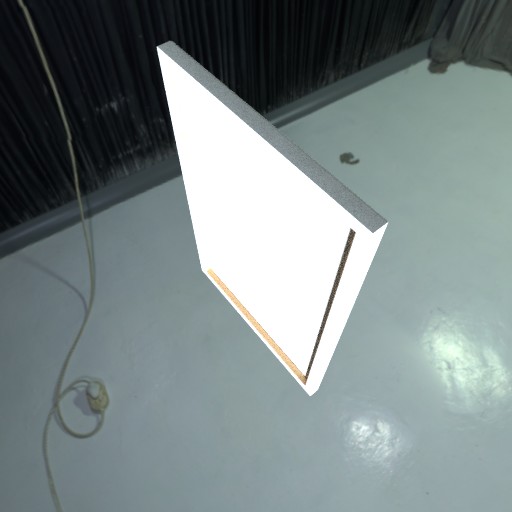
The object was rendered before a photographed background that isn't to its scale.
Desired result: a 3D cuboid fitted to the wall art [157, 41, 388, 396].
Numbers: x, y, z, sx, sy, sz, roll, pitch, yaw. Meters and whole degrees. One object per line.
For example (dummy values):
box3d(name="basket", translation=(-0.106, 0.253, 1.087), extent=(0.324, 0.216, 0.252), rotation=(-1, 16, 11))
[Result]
box3d(name="wall art", translation=(0.000, 0.000, 1.183), extent=(0.038, 0.912, 0.607), rotation=(-34, 64, -20))
